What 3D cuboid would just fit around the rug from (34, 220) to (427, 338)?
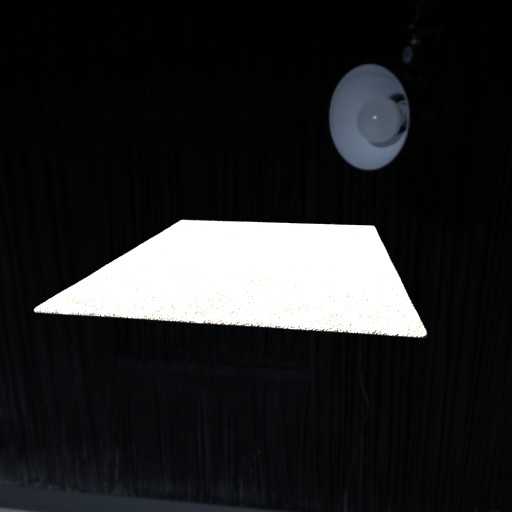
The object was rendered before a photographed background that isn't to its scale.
[{"bbox_3d":[0.000,0.000,4.116,2.438,0.029,3.047,2,16,9],"label":"rug"}]
